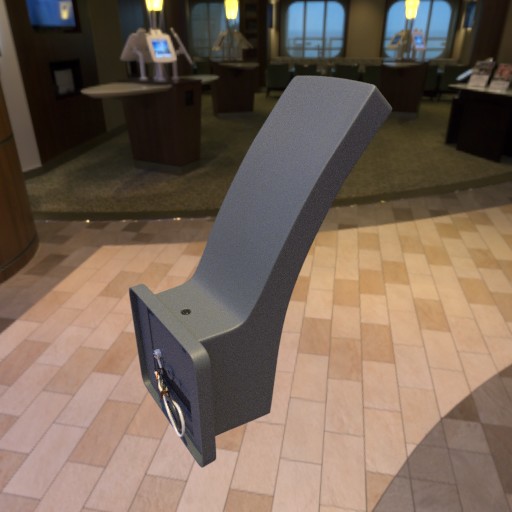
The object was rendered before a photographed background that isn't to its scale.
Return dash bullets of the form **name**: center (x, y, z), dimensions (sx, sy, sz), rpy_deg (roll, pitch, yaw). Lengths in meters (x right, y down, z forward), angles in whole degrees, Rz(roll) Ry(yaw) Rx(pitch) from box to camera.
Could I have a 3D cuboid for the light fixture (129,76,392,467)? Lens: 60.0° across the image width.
- **light fixture**: center (0.000, 0.000, 0.333), dimensions (0.174, 0.243, 0.108), rpy_deg (-18, 32, -31)
